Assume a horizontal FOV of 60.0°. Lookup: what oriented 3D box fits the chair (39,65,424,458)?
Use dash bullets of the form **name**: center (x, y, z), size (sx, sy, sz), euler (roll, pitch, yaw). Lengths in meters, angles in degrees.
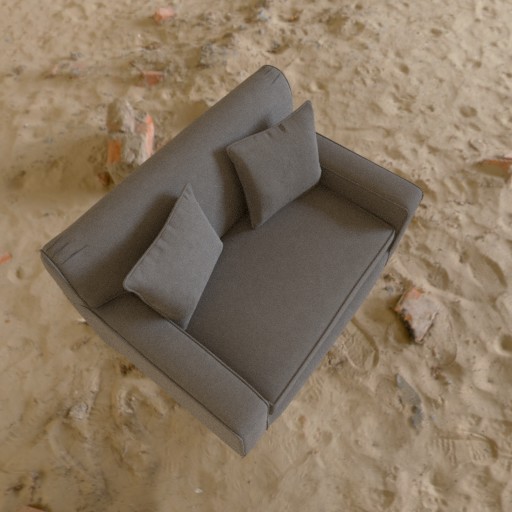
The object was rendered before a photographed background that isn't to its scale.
- **chair**: center (0.000, 0.000, 2.061), size (0.992, 0.953, 1.395), euler (34, 65, 18)
